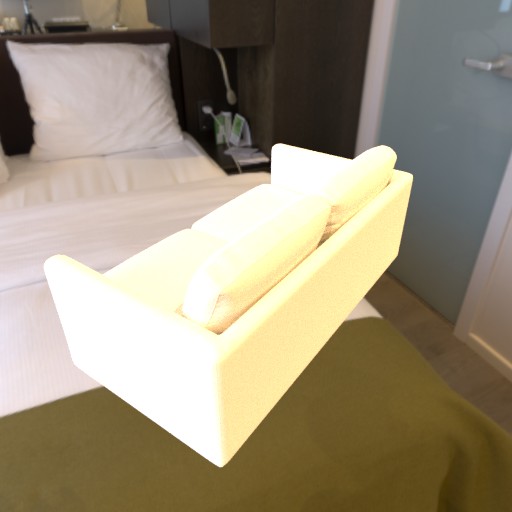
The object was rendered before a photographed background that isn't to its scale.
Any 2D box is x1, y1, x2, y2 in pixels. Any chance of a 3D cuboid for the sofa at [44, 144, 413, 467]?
[{"bbox_3d":[0.000,0.000,2.229,0.940,0.893,1.713,21,38,29],"label":"sofa"}]
